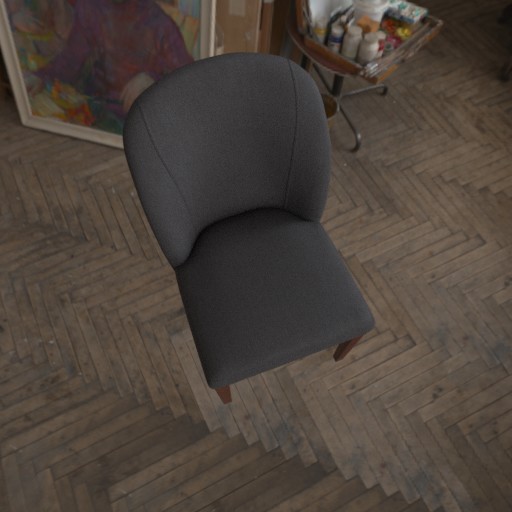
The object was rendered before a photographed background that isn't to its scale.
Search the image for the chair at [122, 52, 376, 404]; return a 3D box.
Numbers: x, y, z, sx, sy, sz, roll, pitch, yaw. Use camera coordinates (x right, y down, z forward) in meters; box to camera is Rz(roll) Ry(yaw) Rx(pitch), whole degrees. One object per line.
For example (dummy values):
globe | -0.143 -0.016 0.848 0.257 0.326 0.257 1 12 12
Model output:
chair | 0.000 0.000 1.273 0.506 0.879 0.619 -18 65 -9
